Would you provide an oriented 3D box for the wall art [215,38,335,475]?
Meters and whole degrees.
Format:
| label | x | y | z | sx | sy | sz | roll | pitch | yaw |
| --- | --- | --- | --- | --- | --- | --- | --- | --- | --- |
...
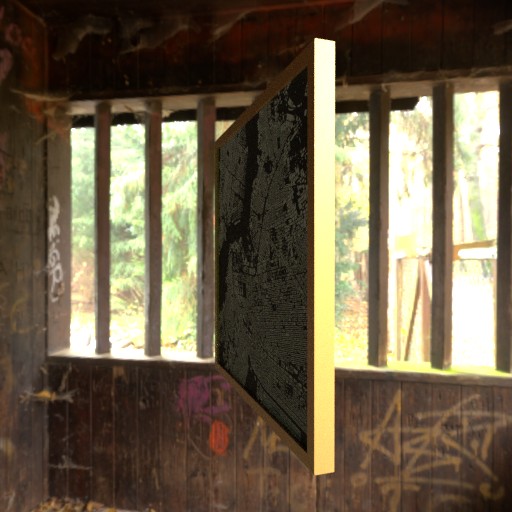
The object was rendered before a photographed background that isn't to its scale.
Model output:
| label | x | y | z | sx | sy | sz | roll | pitch | yaw |
| --- | --- | --- | --- | --- | --- | --- | --- | --- | --- |
| wall art | 0.000 | 0.000 | 2.882 | 0.099 | 1.926 | 1.926 | 0 | 0 | -18 |
